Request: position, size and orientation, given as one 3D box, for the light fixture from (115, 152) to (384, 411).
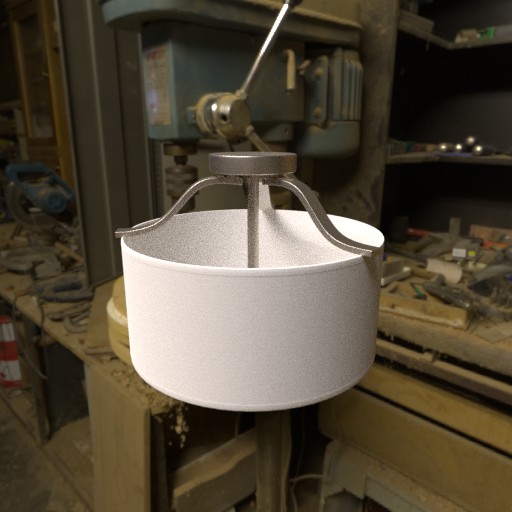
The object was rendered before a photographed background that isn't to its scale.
[{"bbox_3d":[0.000,0.000,0.674,0.395,0.304,0.395,0,16,0],"label":"light fixture"}]
